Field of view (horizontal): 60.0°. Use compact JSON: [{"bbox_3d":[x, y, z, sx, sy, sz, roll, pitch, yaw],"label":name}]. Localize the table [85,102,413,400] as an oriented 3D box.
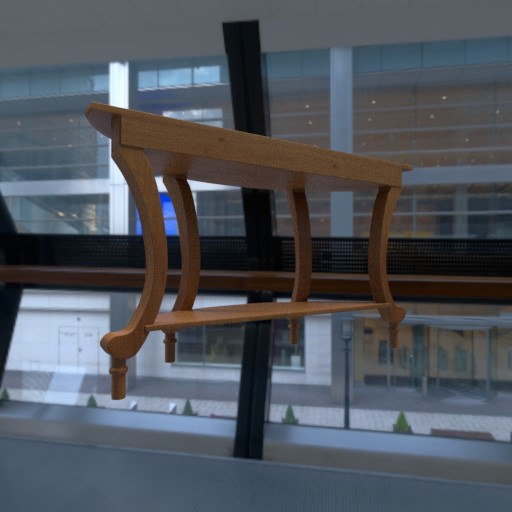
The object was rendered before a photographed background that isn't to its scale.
[{"bbox_3d":[0.000,0.000,1.508,1.198,0.692,0.394,0,0,-36],"label":"table"}]
